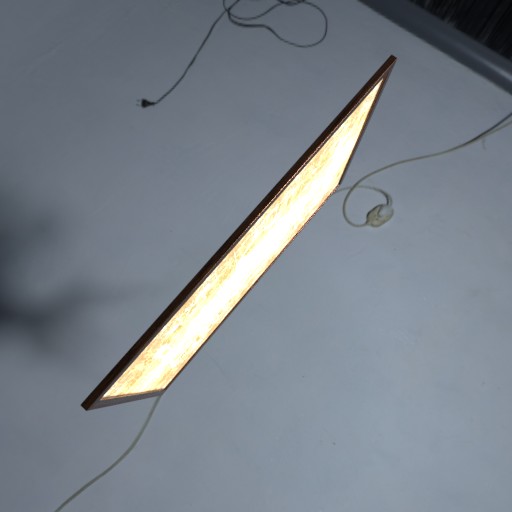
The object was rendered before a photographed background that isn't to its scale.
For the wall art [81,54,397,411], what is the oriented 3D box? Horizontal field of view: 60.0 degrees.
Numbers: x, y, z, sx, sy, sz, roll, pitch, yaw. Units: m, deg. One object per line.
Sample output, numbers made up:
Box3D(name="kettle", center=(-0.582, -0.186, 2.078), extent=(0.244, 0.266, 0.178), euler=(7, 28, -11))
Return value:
Box3D(name="wall art", center=(0.000, 0.000, 1.021), extent=(0.014, 0.559, 0.816), euler=(39, 78, 10))
